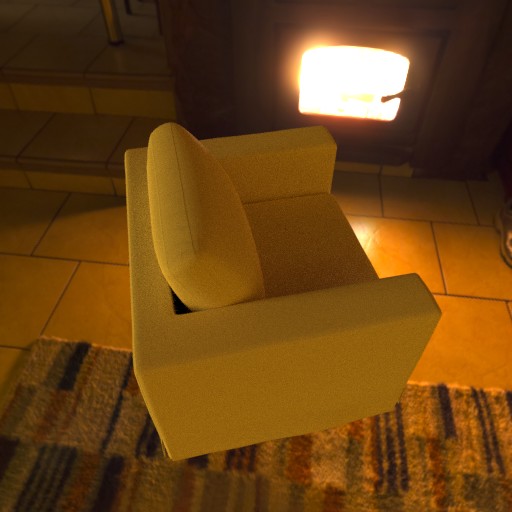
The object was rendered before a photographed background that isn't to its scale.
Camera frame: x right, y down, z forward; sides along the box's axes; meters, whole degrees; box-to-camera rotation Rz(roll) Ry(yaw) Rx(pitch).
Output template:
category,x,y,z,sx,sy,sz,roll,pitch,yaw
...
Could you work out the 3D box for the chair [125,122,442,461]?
category,x,y,z,sx,sy,sz,roll,pitch,yaw
chair,0.000,0.000,1.790,0.957,0.878,1.150,-9,47,-9
